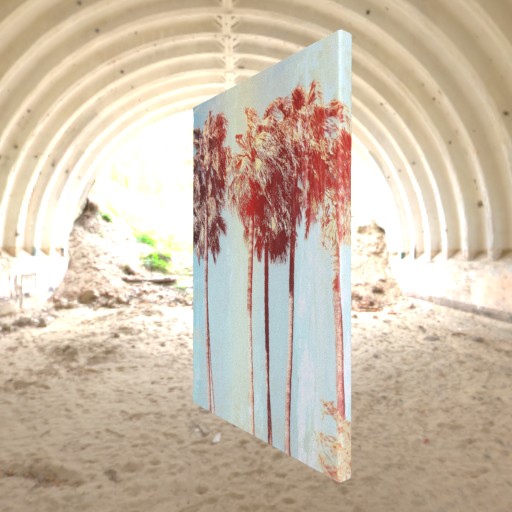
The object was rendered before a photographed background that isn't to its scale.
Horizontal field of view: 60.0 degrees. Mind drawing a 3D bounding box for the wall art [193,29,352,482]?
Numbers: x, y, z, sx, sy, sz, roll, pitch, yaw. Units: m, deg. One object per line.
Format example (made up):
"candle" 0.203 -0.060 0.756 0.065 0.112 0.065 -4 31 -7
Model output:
"wall art" 0.000 0.000 1.141 0.037 0.915 0.605 0 1 -37
